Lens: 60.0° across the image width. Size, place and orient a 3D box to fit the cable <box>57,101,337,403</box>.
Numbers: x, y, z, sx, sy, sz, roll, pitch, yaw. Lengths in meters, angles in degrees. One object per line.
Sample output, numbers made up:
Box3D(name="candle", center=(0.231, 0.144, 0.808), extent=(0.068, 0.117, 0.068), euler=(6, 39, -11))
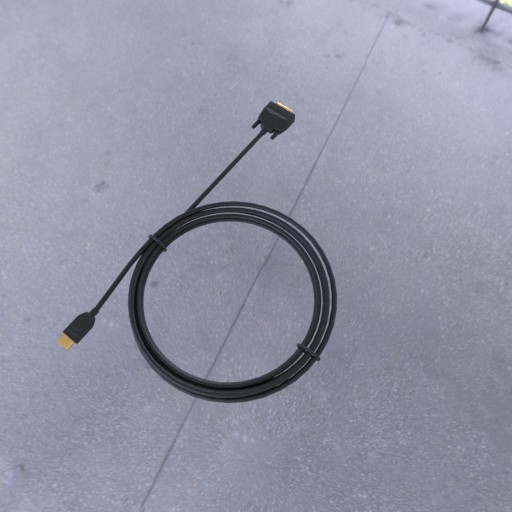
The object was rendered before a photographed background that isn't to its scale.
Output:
Box3D(name="cable", center=(0.000, 0.000, 0.523), extent=(0.257, 0.030, 0.422), euler=(34, 70, 15))
